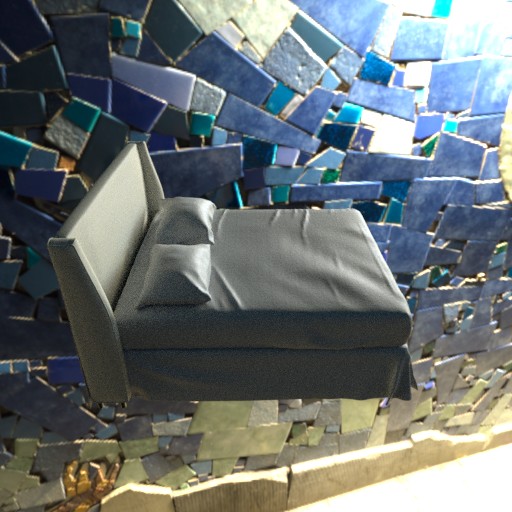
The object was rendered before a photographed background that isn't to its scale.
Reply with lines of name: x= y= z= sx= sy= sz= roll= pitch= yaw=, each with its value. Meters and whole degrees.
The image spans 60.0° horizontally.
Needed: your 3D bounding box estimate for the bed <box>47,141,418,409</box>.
bed: x=0.000 y=0.000 z=3.497 sx=2.276 sy=1.332 sz=1.925 roll=0 pitch=31 yaw=-1
